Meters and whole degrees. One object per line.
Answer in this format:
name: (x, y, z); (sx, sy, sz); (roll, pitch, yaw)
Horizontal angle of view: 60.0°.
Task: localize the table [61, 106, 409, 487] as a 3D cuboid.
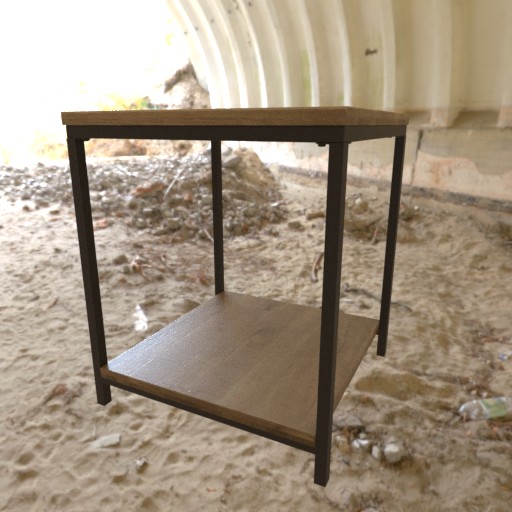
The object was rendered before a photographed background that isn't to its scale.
table: (0.000, 0.000, 0.959); (0.507, 0.589, 0.503); (8, 18, 26)
